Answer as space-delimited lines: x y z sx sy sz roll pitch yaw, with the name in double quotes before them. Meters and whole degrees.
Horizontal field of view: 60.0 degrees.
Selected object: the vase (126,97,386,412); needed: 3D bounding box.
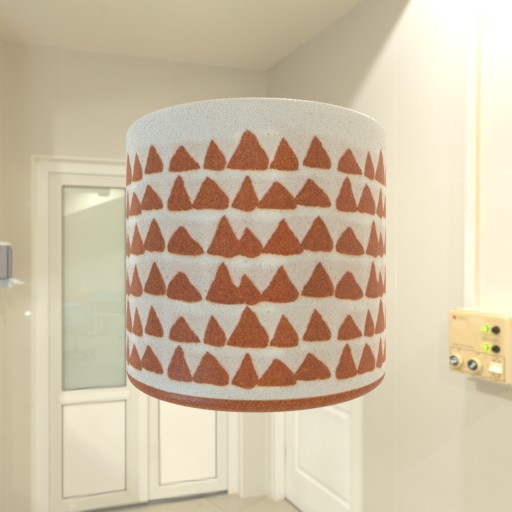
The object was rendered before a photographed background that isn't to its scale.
"vase" 0.000 0.000 0.243 0.137 0.127 0.137 0 0 0
